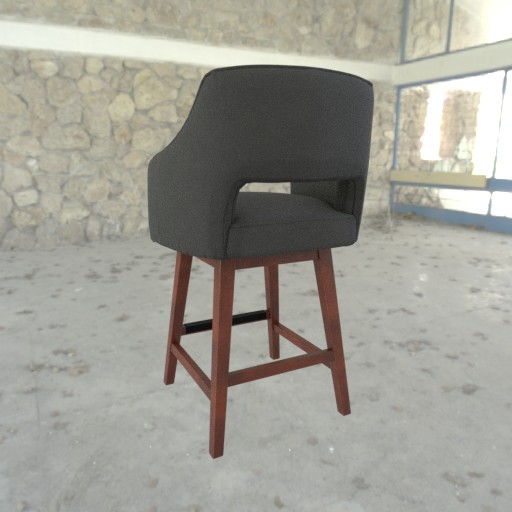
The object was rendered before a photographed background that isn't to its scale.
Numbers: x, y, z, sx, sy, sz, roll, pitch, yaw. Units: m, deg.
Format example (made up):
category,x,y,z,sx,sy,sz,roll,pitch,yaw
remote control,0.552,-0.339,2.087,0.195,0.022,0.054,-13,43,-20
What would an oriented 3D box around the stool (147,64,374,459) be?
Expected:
category,x,y,z,sx,sy,sz,roll,pitch,yaw
stool,0.000,0.000,1.250,0.548,0.912,0.558,-6,14,-27
